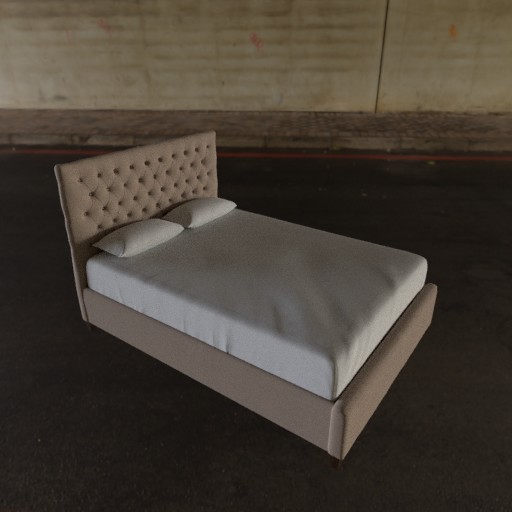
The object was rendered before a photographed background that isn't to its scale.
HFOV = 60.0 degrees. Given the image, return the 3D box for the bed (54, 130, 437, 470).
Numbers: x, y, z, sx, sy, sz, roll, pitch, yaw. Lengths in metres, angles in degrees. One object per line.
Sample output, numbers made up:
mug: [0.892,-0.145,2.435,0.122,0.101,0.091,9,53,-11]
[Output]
bed: [0.000,0.000,3.431,2.387,1.427,1.698,18,31,32]
